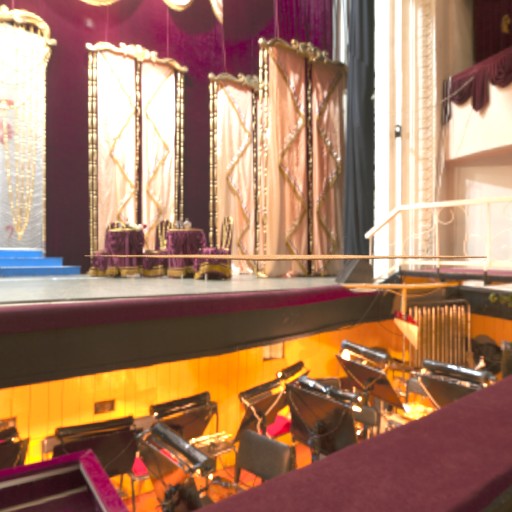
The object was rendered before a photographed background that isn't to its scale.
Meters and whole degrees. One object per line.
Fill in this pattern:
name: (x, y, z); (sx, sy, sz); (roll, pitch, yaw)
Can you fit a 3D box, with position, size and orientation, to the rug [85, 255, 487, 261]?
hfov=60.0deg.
rug: (0.000, 0.000, 2.769); (1.524, 0.013, 2.135); (0, 1, -36)
